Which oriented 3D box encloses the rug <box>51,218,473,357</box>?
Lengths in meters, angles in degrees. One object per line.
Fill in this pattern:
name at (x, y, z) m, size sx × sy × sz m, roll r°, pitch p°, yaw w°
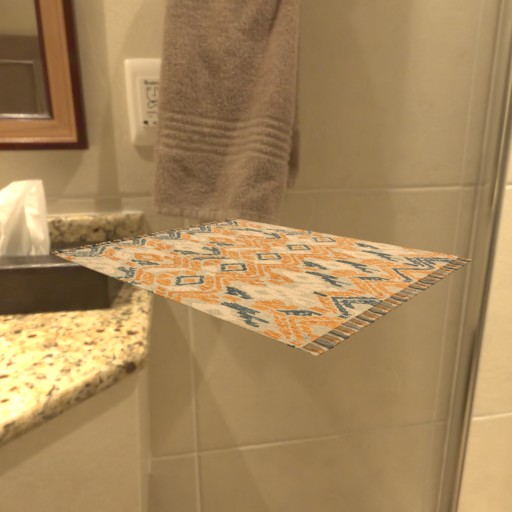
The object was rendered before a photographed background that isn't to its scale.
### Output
rug at (0.000, 0.000, 4.072) m, size 3.048 × 0.010 × 2.439 m, roll 13°, pitch 20°, yaw 40°
